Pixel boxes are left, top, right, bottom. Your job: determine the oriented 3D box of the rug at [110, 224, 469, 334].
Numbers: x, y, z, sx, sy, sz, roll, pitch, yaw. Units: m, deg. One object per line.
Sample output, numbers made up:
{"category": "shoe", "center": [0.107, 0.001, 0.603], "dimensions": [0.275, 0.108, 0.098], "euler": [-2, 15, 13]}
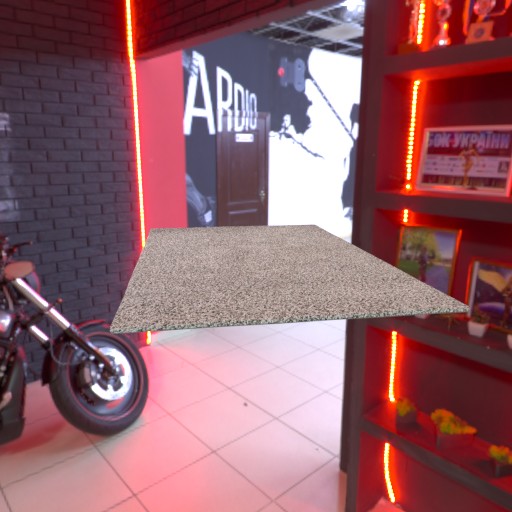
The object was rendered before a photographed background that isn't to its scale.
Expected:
{"category": "rug", "center": [0.000, 0.000, 3.436], "dimensions": [1.778, 0.030, 2.743], "euler": [-2, 13, -9]}
